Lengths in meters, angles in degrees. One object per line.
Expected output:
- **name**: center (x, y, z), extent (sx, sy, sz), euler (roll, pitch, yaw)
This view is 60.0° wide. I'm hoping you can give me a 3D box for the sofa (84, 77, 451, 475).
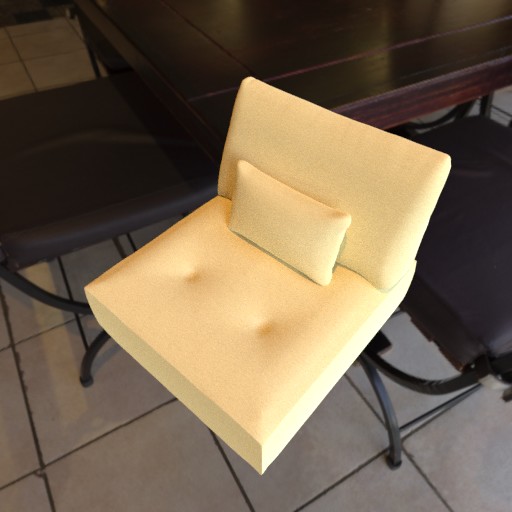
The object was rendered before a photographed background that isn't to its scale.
- **sofa**: center (0.000, 0.000, 1.695), extent (0.930, 0.820, 1.000), euler (32, 55, 27)
